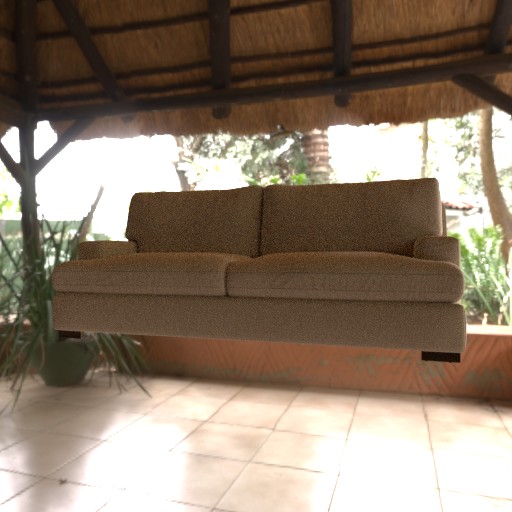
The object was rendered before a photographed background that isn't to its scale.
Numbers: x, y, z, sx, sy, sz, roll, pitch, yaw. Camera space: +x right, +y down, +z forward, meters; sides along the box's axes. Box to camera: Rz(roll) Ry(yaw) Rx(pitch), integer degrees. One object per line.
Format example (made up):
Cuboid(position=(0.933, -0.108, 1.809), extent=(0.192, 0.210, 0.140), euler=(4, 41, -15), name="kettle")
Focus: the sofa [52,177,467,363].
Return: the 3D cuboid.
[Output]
Cuboid(position=(0.000, 0.000, 2.579), extent=(2.147, 0.925, 0.929), euler=(0, 0, 17), name="sofa")
